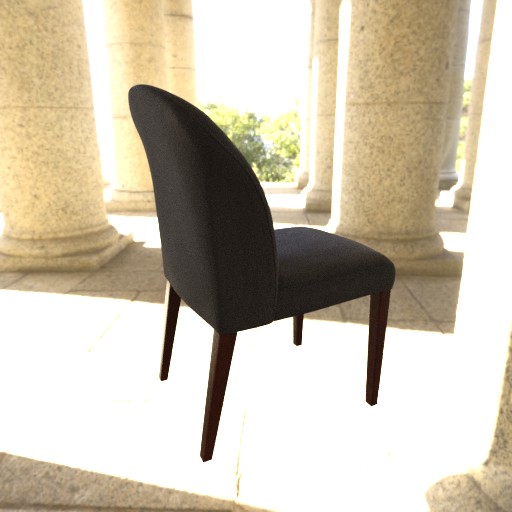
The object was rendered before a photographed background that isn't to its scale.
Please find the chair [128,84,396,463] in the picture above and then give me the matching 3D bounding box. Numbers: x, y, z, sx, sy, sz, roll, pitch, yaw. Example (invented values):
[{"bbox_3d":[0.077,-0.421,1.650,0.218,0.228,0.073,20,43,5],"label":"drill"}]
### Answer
[{"bbox_3d":[0.000,0.000,1.251,0.619,0.879,0.506,-8,18,-25],"label":"chair"}]
